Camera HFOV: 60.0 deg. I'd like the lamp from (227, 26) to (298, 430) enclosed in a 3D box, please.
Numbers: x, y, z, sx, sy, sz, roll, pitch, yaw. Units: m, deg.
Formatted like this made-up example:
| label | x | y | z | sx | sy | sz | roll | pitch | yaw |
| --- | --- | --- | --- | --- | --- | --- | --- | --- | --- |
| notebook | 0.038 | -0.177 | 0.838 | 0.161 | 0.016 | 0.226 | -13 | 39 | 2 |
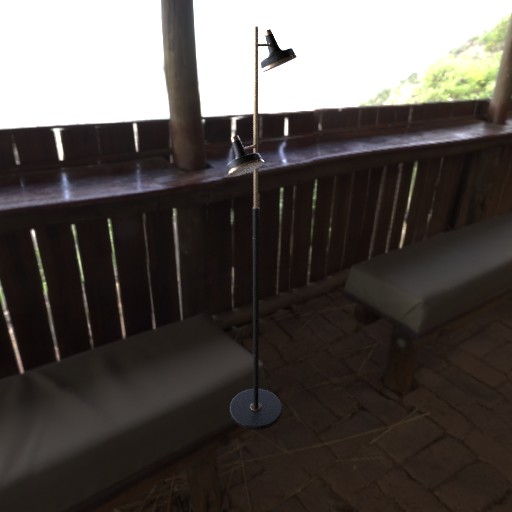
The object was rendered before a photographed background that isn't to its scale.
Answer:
| label | x | y | z | sx | sy | sz | roll | pitch | yaw |
| --- | --- | --- | --- | --- | --- | --- | --- | --- | --- |
| lamp | 0.000 | 0.000 | 1.815 | 0.253 | 1.674 | 0.351 | 17 | 30 | 32 |
